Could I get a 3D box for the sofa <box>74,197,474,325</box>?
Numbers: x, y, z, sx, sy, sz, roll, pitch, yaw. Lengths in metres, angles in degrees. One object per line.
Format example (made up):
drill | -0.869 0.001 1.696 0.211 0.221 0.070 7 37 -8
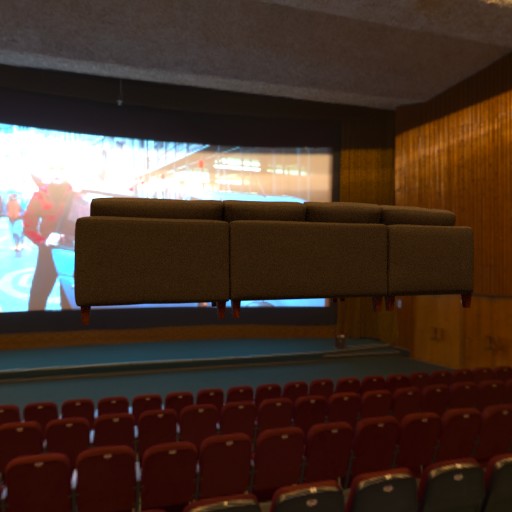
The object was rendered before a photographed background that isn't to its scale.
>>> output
sofa | 0.000 0.000 4.789 3.460 0.961 2.594 0 0 -17
